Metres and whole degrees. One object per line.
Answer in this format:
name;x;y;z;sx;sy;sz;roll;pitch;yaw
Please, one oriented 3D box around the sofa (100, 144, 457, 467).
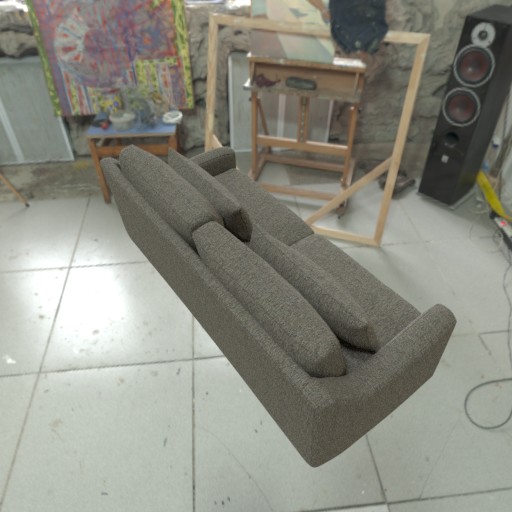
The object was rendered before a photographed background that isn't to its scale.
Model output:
sofa;0.000;0.000;2.969;1.103;0.998;2.418;-26;49;-25
